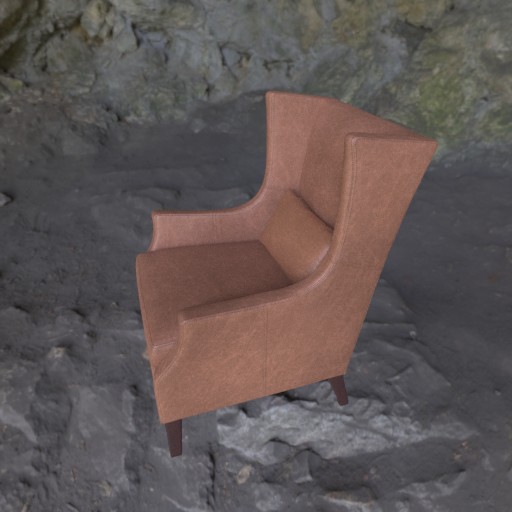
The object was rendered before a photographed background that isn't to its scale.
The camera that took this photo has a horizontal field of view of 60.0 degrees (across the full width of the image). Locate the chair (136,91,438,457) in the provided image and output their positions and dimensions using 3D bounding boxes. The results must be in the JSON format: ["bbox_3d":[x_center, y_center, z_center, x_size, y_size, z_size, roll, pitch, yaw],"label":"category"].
[{"bbox_3d":[0.000,0.000,1.717,0.913,1.088,0.815,-9,31,-15],"label":"chair"}]
